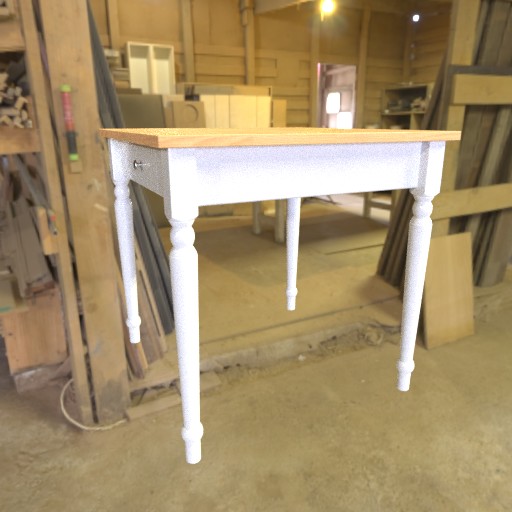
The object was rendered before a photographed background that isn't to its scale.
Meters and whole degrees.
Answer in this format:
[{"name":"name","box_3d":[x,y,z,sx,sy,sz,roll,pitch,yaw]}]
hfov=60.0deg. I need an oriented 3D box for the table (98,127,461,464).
[{"name":"table","box_3d":[0.000,0.000,1.348,0.747,0.738,0.747,-8,19,-25]}]
